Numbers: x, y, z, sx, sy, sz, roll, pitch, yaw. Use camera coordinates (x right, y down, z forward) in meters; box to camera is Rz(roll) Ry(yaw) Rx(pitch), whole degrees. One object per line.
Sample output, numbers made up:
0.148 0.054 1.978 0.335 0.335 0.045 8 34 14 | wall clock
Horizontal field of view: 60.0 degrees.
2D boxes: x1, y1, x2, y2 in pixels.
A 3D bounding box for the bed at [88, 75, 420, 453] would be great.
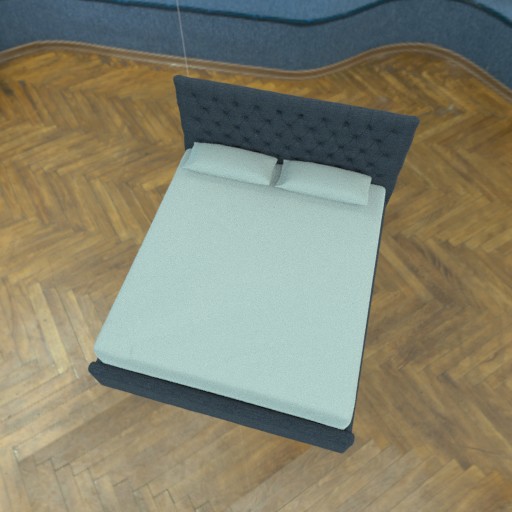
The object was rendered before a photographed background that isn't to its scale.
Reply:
0.000 0.000 3.637 2.078 1.427 2.387 13 59 8 | bed
